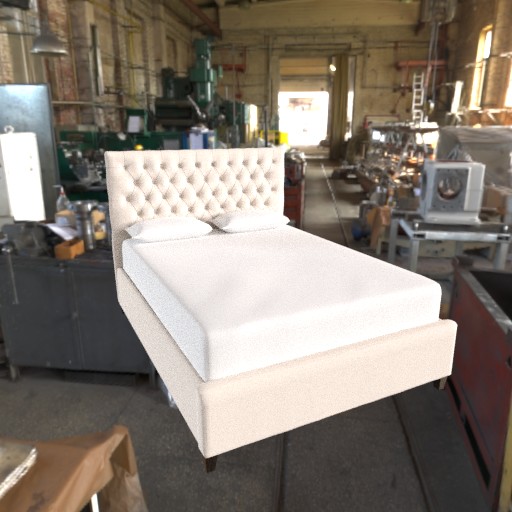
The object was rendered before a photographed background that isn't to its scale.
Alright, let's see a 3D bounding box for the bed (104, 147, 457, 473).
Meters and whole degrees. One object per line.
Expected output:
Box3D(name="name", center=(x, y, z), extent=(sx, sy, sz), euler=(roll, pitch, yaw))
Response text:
Box3D(name="bed", center=(0.000, 0.000, 3.240), extent=(1.696, 1.426, 2.233), euler=(-8, 18, -26))
